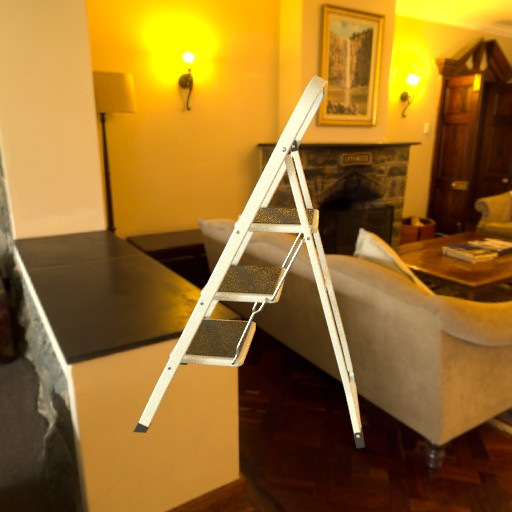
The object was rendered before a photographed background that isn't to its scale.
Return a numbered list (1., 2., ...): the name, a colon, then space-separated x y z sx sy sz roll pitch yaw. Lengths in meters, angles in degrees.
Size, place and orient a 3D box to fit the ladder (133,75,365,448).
1. ladder: 0.000 0.000 1.423 0.711 1.050 0.460 2 15 8
